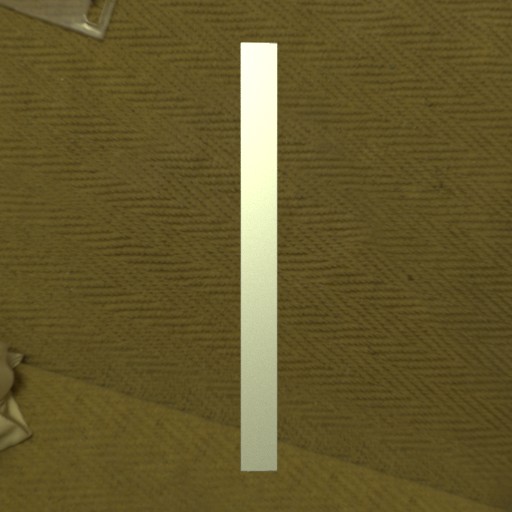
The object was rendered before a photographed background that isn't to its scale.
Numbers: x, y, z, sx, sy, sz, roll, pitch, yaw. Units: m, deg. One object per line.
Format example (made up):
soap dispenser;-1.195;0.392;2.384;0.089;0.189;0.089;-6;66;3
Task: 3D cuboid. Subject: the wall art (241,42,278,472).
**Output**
wall art;0.000;0.000;0.736;0.039;0.553;0.445;0;90;-1
